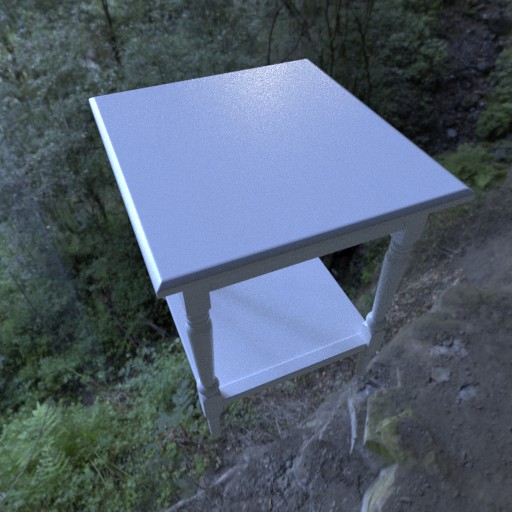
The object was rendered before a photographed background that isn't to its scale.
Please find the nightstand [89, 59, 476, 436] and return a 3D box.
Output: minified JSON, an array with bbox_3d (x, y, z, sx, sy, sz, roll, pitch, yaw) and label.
[{"bbox_3d":[0.000,0.000,0.917,0.459,0.555,0.505,-17,48,-16],"label":"nightstand"}]
